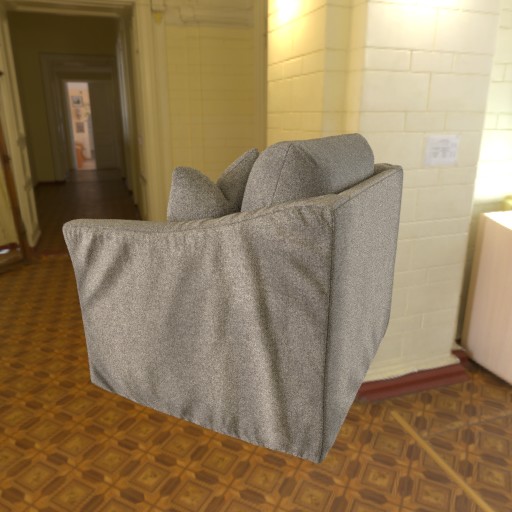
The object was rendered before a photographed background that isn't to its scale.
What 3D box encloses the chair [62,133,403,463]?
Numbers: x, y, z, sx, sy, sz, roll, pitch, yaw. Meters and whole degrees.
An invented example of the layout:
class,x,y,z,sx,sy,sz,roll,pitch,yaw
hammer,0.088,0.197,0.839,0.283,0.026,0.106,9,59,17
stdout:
class,x,y,z,sx,sy,sz,roll,pitch,yaw
chair,0.000,0.000,2.002,1.071,1.059,1.194,8,19,25
